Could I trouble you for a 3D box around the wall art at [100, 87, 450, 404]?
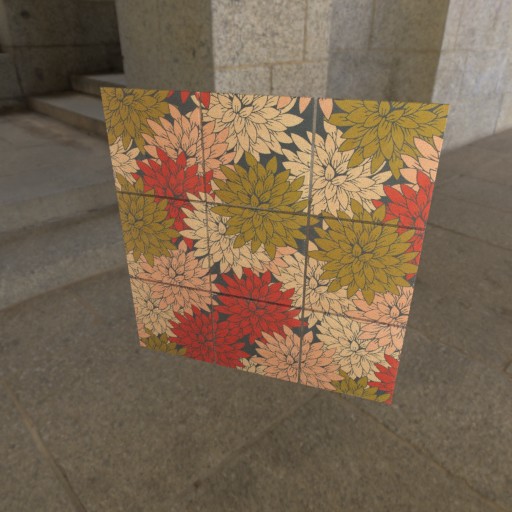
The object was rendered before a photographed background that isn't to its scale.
[{"bbox_3d":[0.000,0.000,1.323,0.904,0.913,0.013,9,29,16],"label":"wall art"}]
